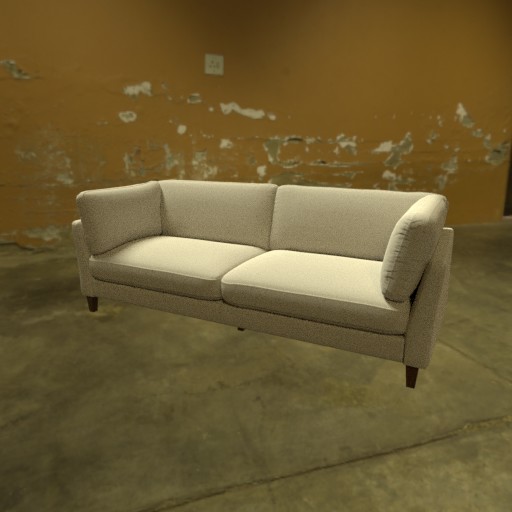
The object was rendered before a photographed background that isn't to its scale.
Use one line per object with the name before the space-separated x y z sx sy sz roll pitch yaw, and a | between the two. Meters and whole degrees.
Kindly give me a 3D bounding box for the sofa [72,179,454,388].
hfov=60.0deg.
sofa | 0.000 0.000 2.847 2.301 0.863 0.957 7 16 27
